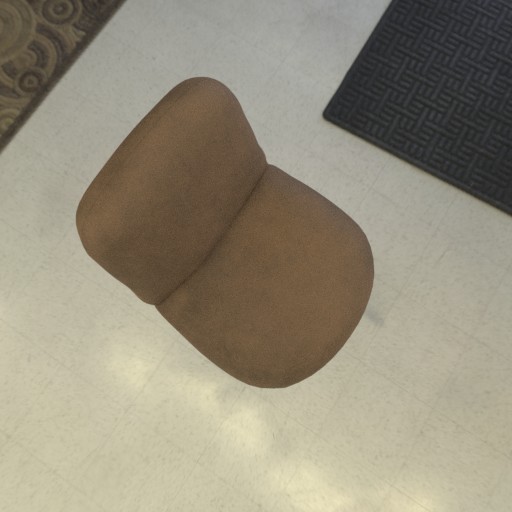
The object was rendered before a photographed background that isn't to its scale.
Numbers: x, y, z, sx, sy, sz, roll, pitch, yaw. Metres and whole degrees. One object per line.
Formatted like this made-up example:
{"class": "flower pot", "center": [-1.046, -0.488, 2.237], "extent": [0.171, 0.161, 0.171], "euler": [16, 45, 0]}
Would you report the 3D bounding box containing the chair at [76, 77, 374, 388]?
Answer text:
{"class": "chair", "center": [0.000, 0.000, 1.028], "extent": [0.597, 0.594, 0.521], "euler": [35, 80, 7]}
